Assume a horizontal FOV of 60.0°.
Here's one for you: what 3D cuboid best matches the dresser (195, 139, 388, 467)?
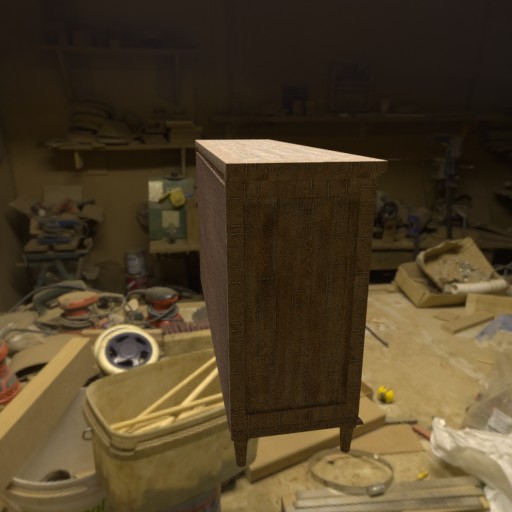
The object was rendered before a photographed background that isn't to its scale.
[{"bbox_3d":[0.000,0.000,2.119,0.457,1.016,1.626,-3,17,-10],"label":"dresser"}]
